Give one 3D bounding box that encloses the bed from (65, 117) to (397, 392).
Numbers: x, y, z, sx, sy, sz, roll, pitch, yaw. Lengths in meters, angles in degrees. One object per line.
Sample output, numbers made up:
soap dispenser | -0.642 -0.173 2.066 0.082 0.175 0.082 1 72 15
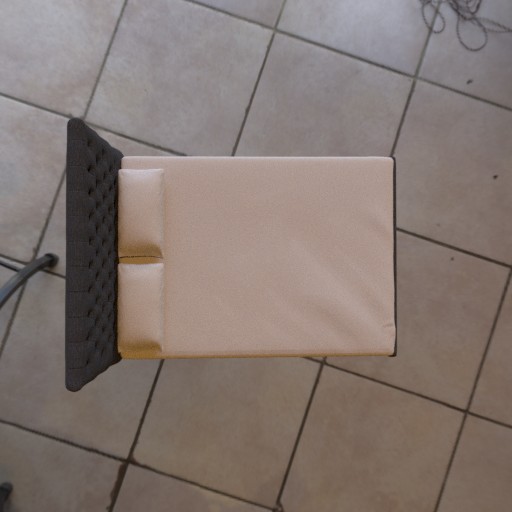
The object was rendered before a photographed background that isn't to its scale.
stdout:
bed | 0.000 0.000 3.428 2.387 1.427 1.698 0 89 -1
